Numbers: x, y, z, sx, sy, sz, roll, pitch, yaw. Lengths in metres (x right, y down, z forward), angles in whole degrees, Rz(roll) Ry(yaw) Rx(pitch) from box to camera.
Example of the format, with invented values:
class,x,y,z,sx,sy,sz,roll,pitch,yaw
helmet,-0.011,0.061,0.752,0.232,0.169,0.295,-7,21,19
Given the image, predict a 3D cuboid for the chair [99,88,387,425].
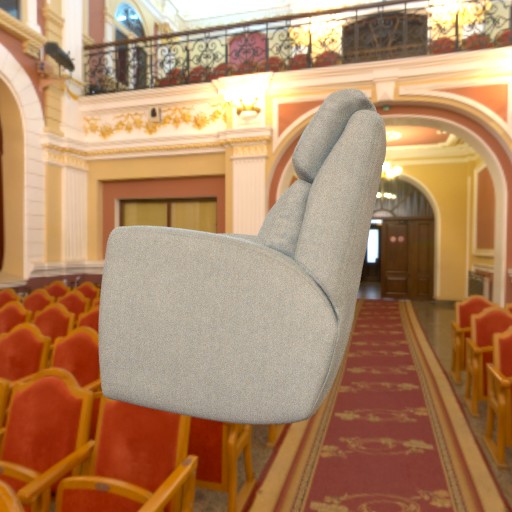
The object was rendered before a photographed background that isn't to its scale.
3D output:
class,x,y,z,sx,sy,sz,roll,pitch,yaw
chair,0.000,0.000,1.670,0.940,1.016,0.794,0,1,16
